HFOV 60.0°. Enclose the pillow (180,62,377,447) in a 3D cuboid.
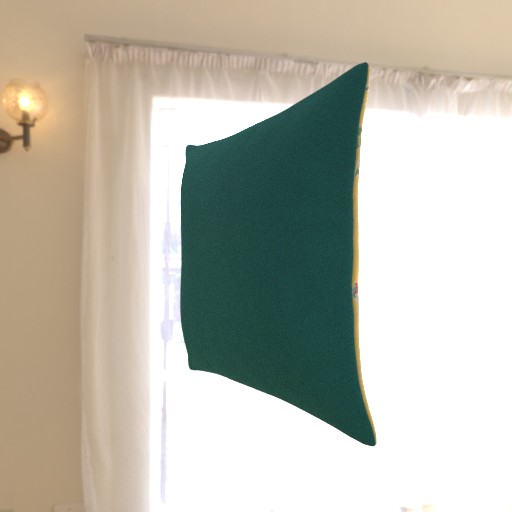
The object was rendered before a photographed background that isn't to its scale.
[{"bbox_3d":[0.000,0.000,0.793,0.166,0.508,0.525,1,-1,-36],"label":"pillow"}]
